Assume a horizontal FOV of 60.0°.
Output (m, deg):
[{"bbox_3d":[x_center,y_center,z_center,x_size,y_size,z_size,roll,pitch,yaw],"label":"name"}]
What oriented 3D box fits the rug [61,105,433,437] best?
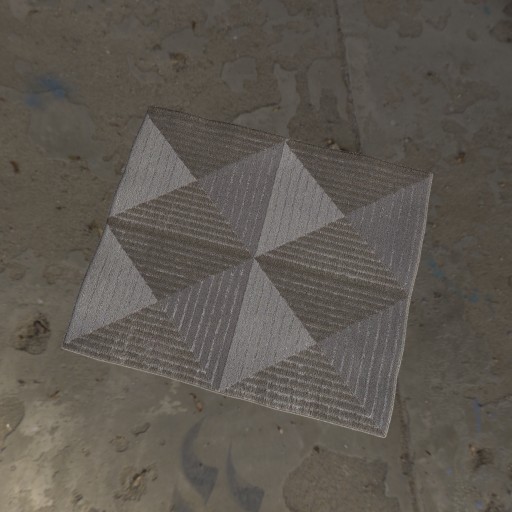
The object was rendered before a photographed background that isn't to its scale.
[{"bbox_3d":[0.000,0.000,0.897,0.642,0.008,0.551,14,77,4],"label":"rug"}]
